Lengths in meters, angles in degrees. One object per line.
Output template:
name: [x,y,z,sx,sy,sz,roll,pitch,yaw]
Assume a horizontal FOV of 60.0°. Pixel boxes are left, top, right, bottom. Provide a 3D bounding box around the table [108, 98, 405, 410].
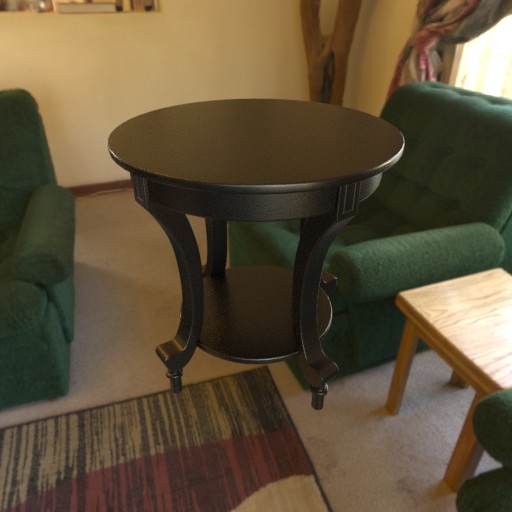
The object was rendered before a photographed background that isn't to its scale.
table: [0.000,0.000,1.085,0.597,0.618,0.597,0,31,0]
